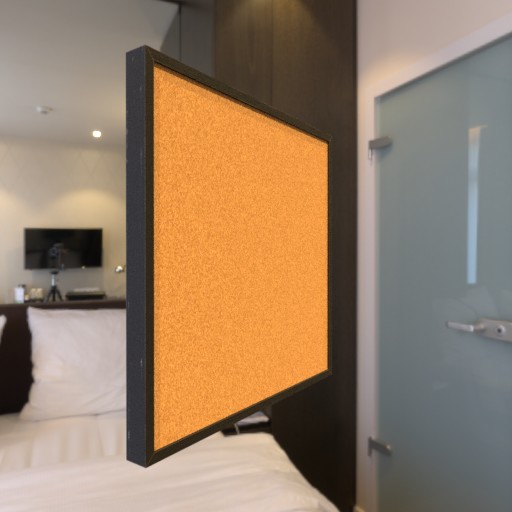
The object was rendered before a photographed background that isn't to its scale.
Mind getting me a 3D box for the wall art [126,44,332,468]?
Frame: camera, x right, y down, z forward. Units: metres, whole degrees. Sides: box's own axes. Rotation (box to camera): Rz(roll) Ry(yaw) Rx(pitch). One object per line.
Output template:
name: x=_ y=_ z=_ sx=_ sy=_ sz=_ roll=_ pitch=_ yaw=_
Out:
wall art: x=0.000 y=0.000 z=0.745 sx=0.036 sy=0.506 sz=0.506 roll=0 pitch=0 yaw=35
